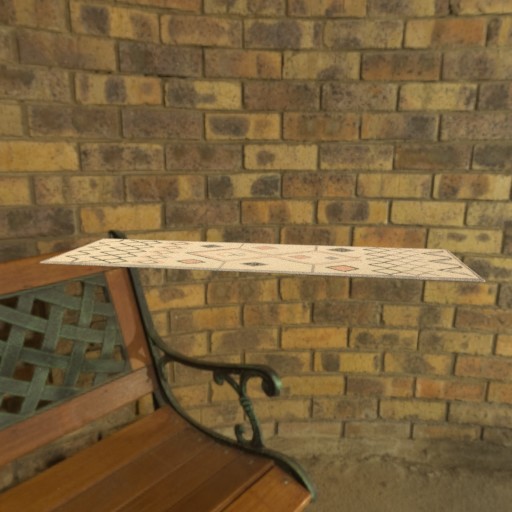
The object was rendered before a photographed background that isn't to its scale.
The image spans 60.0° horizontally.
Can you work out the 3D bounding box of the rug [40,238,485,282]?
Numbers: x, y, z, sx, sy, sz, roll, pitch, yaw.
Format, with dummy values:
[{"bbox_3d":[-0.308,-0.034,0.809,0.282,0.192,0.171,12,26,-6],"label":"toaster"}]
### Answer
[{"bbox_3d":[0.000,0.000,2.751,2.435,0.011,0.750,2,13,9],"label":"rug"}]
